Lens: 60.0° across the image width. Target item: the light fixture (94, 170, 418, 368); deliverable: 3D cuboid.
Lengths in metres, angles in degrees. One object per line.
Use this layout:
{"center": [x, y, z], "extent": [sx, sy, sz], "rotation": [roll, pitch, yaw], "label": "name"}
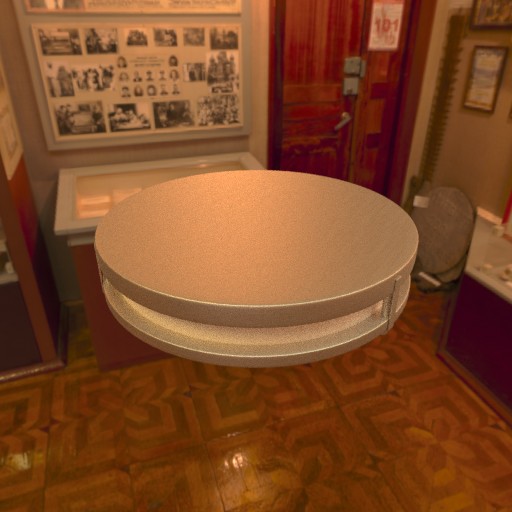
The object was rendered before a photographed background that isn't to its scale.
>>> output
{"center": [0.000, 0.000, 0.532], "extent": [0.356, 0.102, 0.356], "rotation": [0, 28, 0], "label": "light fixture"}
